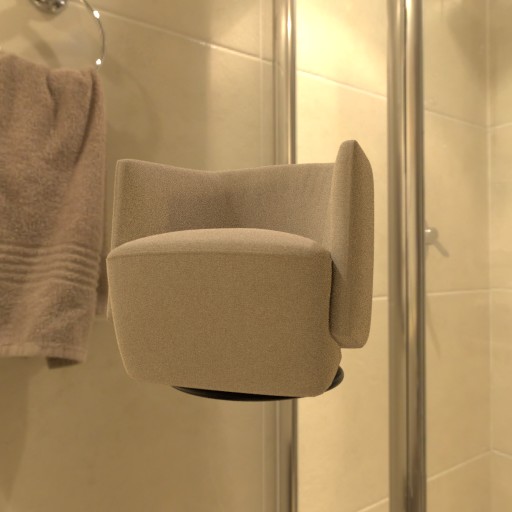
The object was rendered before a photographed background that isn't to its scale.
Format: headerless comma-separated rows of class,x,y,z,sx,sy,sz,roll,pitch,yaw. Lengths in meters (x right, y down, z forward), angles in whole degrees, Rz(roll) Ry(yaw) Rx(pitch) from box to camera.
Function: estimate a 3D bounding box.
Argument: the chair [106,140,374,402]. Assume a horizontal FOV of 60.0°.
chair,0.000,0.000,1.626,0.822,0.861,0.986,0,-1,18
